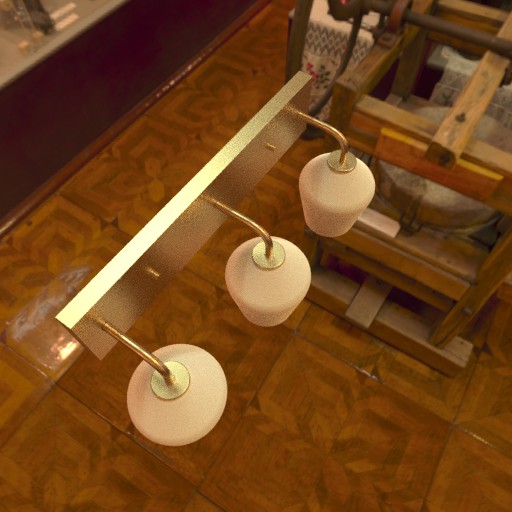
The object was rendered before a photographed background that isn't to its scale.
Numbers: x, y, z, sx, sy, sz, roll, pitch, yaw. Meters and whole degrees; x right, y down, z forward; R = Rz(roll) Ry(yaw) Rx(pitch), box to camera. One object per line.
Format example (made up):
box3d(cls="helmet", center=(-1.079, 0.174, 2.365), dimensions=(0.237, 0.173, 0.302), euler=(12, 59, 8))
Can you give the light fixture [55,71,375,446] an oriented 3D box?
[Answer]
box3d(cls="light fixture", center=(0.000, 0.000, 0.710), dimensions=(0.190, 0.280, 0.609), euler=(30, 63, 17))
